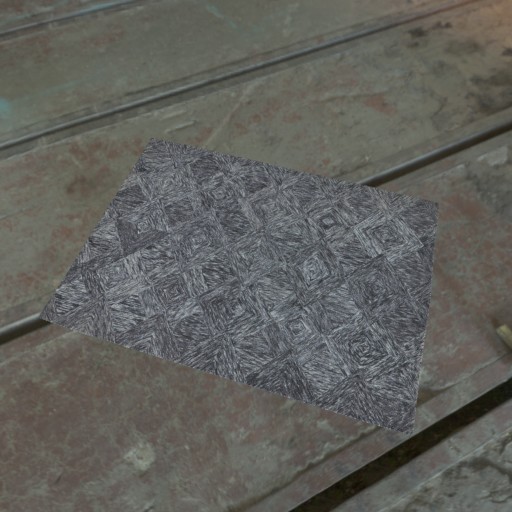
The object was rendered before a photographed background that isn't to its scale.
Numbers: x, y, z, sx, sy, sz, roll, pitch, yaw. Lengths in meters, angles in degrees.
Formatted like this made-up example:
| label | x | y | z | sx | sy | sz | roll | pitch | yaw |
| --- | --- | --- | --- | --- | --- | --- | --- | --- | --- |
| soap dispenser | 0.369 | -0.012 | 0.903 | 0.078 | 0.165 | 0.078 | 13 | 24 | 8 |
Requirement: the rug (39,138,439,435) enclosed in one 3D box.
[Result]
| label | x | y | z | sx | sy | sz | roll | pitch | yaw |
| --- | --- | --- | --- | --- | --- | --- | --- | --- | --- |
| rug | 0.000 | 0.000 | 5.304 | 4.093 | 0.020 | 2.997 | 15 | 59 | 9 |
